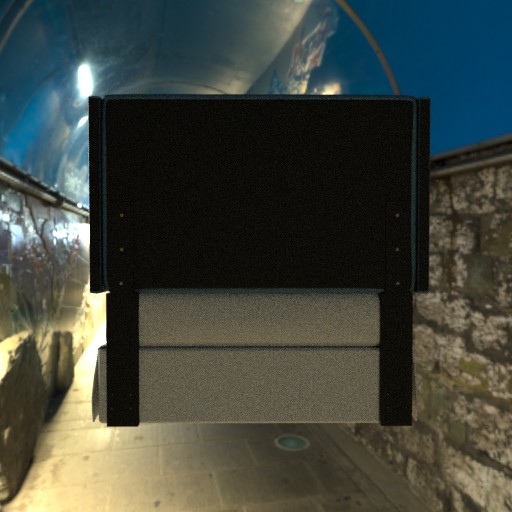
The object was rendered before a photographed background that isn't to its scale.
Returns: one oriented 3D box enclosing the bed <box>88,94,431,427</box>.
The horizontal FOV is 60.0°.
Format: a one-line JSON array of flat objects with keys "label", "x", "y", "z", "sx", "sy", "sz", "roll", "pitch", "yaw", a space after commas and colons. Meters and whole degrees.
[{"label": "bed", "x": 0.000, "y": 0.000, "z": 3.238, "sx": 1.719, "sy": 1.665, "sz": 2.078, "roll": 0, "pitch": 1, "yaw": 0}]
